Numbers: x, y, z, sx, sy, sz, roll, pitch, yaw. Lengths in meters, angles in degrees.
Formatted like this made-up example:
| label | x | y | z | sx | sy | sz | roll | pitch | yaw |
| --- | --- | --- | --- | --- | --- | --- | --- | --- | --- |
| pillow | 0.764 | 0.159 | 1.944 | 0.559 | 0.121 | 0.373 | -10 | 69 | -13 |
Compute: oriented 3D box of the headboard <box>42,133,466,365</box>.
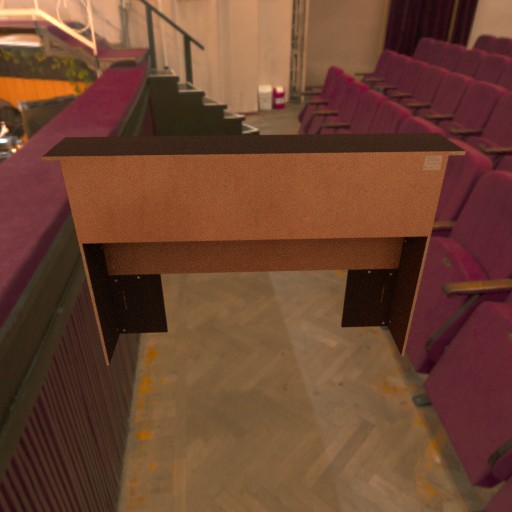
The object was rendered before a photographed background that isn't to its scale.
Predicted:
| label | x | y | z | sx | sy | sz | roll | pitch | yaw |
| --- | --- | --- | --- | --- | --- | --- | --- | --- | --- |
| headboard | 0.000 | 0.000 | 2.139 | 1.671 | 1.092 | 0.279 | -1 | 30 | -2 |
